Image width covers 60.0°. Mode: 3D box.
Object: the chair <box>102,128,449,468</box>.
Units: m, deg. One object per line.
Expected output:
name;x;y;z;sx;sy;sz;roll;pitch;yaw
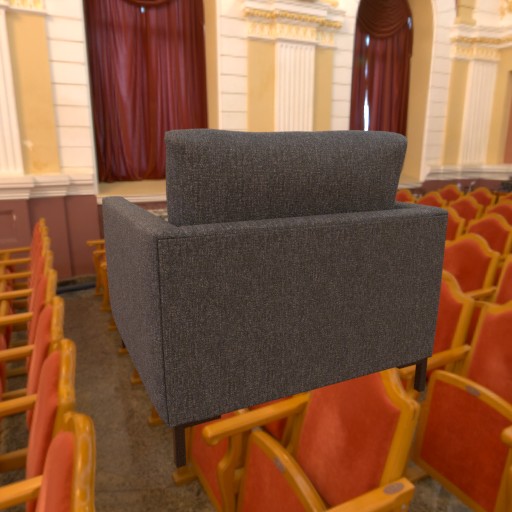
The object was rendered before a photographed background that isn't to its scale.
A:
chair;0.000;0.000;1.599;0.963;0.861;0.866;-6;15;-25
